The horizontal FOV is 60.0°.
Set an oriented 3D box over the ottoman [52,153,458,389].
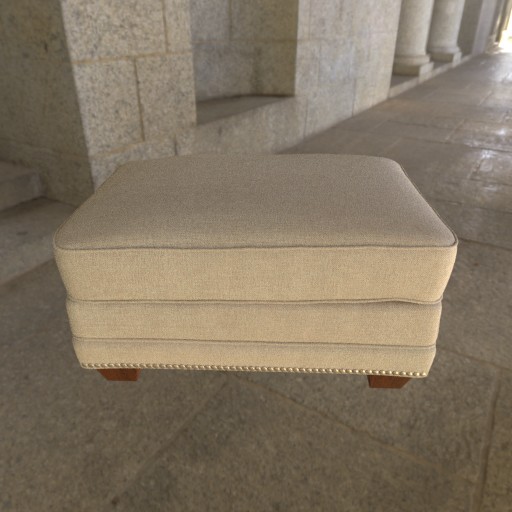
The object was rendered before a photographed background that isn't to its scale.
[{"bbox_3d":[0.000,0.000,1.150,0.813,0.458,0.559,1,29,2],"label":"ottoman"}]
